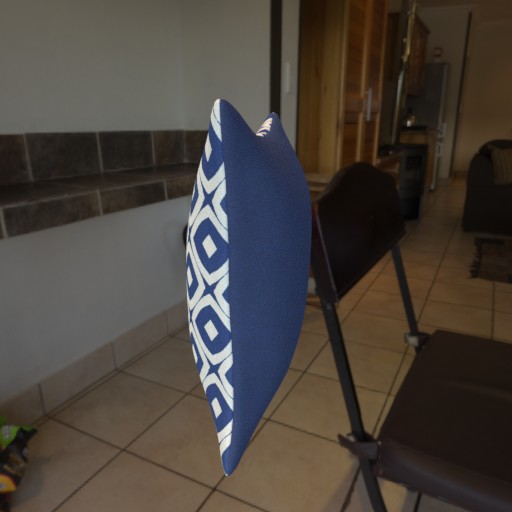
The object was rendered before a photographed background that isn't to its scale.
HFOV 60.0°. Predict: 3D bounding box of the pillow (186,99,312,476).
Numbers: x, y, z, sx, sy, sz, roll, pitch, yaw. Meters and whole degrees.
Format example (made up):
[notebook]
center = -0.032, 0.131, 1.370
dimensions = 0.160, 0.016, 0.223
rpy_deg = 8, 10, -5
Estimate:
[pillow]
center = 0.000, 0.000, 0.777
dimensions = 0.188, 0.494, 0.504
rpy_deg = 3, 17, 8
